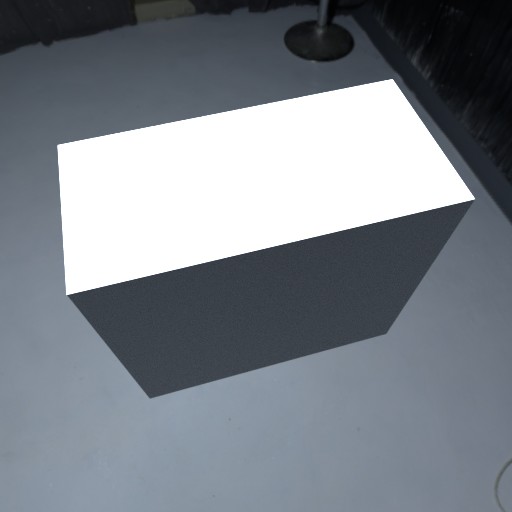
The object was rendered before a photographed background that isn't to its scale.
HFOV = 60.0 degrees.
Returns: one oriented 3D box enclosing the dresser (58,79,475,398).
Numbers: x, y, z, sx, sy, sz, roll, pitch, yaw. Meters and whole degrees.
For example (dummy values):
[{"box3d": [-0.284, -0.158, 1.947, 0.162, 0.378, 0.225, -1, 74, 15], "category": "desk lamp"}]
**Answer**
[{"box3d": [0.000, 0.000, 1.283, 0.830, 0.740, 0.420, -13, 59, -8], "category": "dresser"}]
